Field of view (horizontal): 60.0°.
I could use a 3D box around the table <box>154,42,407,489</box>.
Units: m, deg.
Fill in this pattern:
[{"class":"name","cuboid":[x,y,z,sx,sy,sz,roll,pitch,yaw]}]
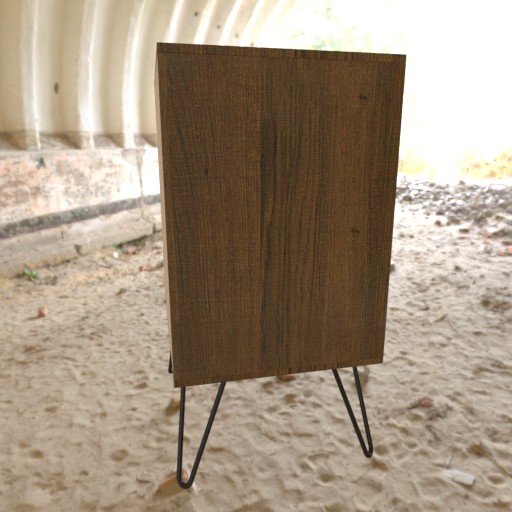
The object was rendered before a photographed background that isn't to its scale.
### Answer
[{"class":"table","cuboid":[0.000,0.000,1.116,0.457,0.866,0.526,-3,15,-13]}]
